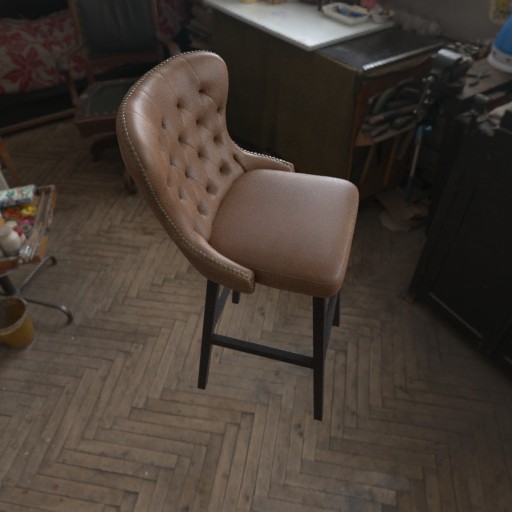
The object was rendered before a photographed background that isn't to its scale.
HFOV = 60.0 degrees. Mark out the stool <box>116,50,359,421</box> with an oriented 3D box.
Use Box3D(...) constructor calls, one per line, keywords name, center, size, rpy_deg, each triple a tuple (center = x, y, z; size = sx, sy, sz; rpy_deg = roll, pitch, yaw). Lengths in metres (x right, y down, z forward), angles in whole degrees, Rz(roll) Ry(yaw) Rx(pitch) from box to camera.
Box3D(name="stool", center=(0.000, 0.000, 1.371), size=(0.601, 1.050, 0.528), rpy_deg=(11, 47, 11))
